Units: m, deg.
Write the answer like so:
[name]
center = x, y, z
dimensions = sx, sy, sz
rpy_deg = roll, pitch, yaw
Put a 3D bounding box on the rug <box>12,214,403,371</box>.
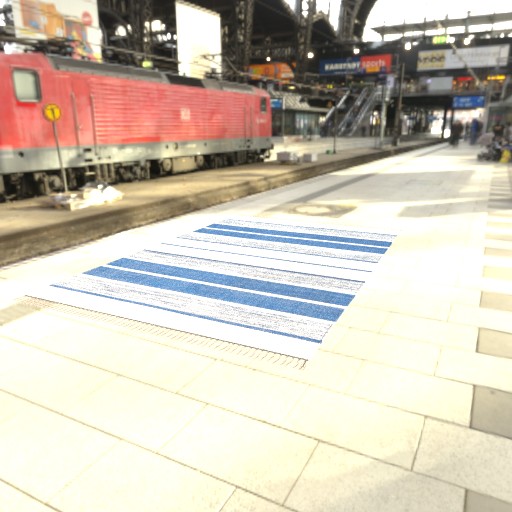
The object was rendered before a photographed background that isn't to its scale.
[rug]
center = 0.000, 0.000, 2.931
dimensions = 1.532, 0.010, 2.441
rpy_deg = 8, 18, 24
